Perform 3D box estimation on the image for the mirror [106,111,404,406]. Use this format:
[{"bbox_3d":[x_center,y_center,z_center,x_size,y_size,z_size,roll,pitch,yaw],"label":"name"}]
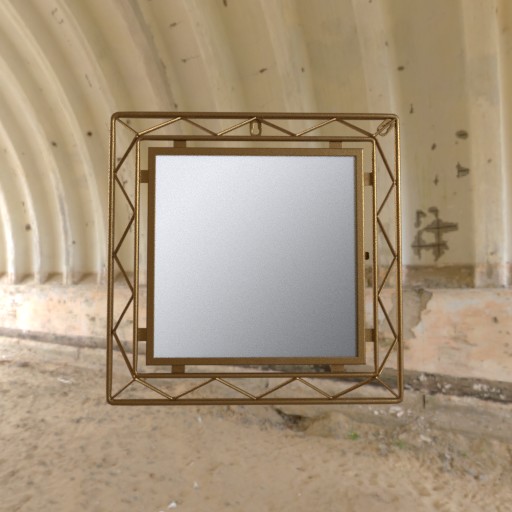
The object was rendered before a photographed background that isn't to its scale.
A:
[{"bbox_3d":[0.000,0.000,0.610,0.416,0.414,0.046,0,-3,-1],"label":"mirror"}]
